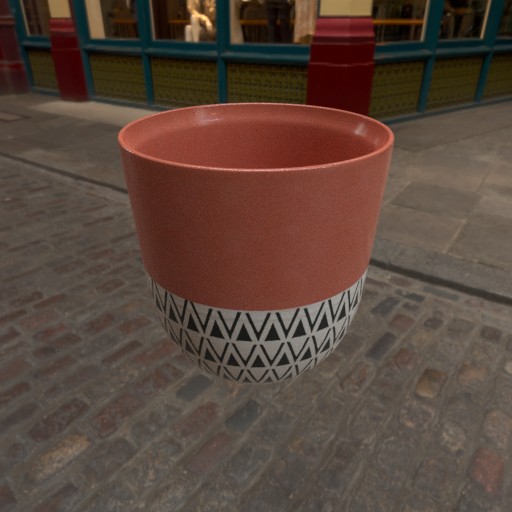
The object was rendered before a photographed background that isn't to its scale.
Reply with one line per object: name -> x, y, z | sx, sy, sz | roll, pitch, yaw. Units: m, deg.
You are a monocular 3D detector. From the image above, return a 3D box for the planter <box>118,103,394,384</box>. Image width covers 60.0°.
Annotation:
planter -> 0.000, 0.000, 0.375 | 0.195, 0.214, 0.195 | 0, 29, 0
